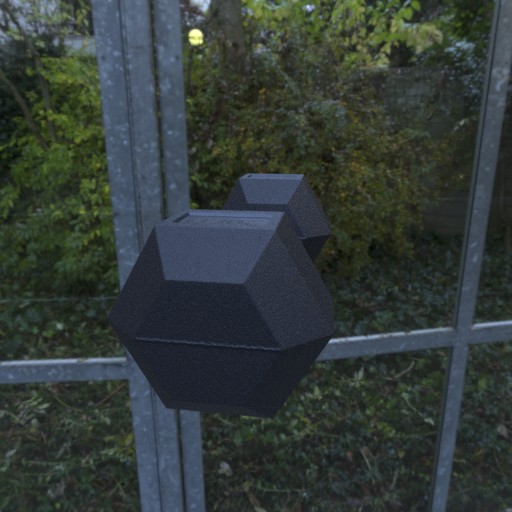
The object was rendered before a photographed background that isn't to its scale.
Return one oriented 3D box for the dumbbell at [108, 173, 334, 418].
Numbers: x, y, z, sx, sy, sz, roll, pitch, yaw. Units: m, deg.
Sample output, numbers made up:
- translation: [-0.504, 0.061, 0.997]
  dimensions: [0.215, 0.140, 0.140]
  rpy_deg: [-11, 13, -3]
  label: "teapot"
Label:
- translation: [0.000, 0.000, 0.314]
  dimensions: [0.106, 0.092, 0.272]
  rpy_deg: [2, 16, 9]
  label: "dumbbell"
